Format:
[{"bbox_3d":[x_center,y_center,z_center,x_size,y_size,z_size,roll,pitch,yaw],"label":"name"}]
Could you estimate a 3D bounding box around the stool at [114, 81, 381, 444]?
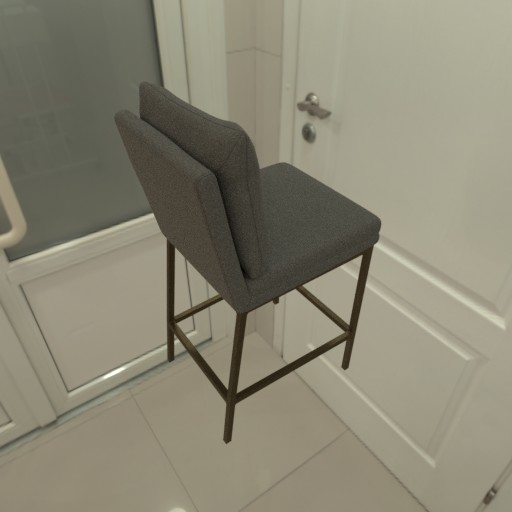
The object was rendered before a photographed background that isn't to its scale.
[{"bbox_3d":[0.000,0.000,1.360,0.569,1.030,0.463,-24,44,-27],"label":"stool"}]
